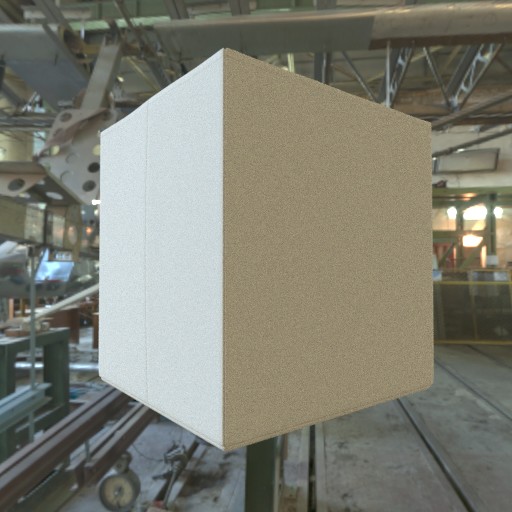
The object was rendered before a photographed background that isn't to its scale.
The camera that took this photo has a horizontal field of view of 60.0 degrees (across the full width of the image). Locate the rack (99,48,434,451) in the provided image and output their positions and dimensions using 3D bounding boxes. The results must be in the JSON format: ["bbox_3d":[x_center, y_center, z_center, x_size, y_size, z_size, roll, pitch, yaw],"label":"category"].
[{"bbox_3d":[0.000,0.000,0.488,0.270,0.280,0.270,1,-2,-38],"label":"rack"}]
